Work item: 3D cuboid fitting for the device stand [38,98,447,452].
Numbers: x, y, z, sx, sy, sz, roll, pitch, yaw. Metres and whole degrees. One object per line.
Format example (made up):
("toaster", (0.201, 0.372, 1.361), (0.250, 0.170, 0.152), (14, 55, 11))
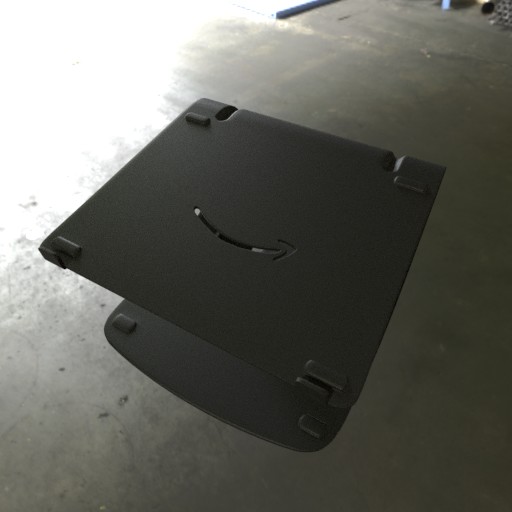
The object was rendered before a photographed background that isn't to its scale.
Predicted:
("device stand", (0.000, 0.000, 0.389), (0.256, 0.155, 0.236), (23, 50, 21))
